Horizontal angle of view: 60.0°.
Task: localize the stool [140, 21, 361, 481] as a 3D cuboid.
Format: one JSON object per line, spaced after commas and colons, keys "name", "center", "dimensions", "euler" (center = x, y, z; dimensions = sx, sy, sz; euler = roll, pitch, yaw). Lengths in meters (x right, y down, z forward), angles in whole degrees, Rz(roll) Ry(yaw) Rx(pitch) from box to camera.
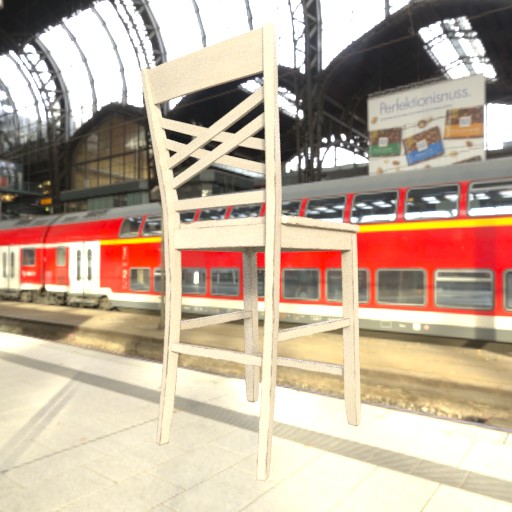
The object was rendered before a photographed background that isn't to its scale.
{"name": "stool", "center": [0.000, 0.000, 1.350], "dimensions": [0.462, 1.079, 0.539], "euler": [-1, -1, 36]}
